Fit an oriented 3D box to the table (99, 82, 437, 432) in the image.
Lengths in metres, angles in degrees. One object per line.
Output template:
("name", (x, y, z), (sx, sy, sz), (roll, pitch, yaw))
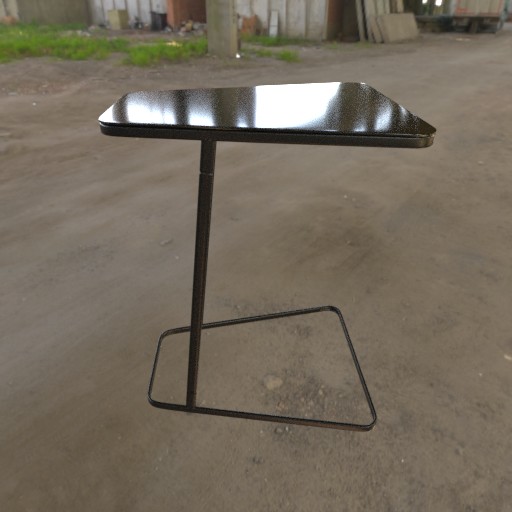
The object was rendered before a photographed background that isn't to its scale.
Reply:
("table", (0.000, 0.000, 0.939), (0.500, 0.624, 0.427), (-1, 30, -2))
